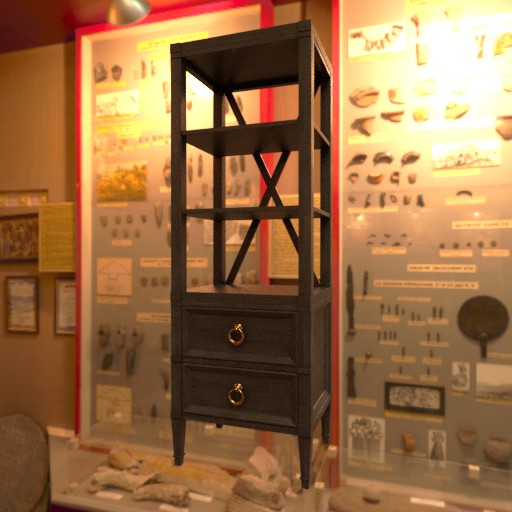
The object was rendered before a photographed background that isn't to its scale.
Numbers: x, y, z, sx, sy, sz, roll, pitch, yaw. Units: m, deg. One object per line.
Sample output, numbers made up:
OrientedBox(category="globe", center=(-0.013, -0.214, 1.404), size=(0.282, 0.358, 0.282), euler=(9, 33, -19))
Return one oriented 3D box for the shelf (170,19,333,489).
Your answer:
OrientedBox(category="shelf", center=(0.000, 0.000, 1.929), size=(0.584, 1.727, 0.472), euler=(0, 1, 19))
